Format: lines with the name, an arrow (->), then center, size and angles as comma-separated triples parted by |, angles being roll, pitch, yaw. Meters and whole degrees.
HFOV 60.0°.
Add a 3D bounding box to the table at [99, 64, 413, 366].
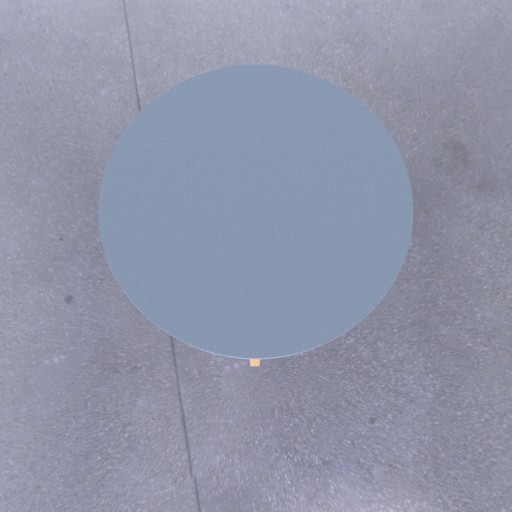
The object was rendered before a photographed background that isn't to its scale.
table -> 0.000, 0.000, 0.736 | 0.350, 0.500, 0.350 | 0, 75, 0
